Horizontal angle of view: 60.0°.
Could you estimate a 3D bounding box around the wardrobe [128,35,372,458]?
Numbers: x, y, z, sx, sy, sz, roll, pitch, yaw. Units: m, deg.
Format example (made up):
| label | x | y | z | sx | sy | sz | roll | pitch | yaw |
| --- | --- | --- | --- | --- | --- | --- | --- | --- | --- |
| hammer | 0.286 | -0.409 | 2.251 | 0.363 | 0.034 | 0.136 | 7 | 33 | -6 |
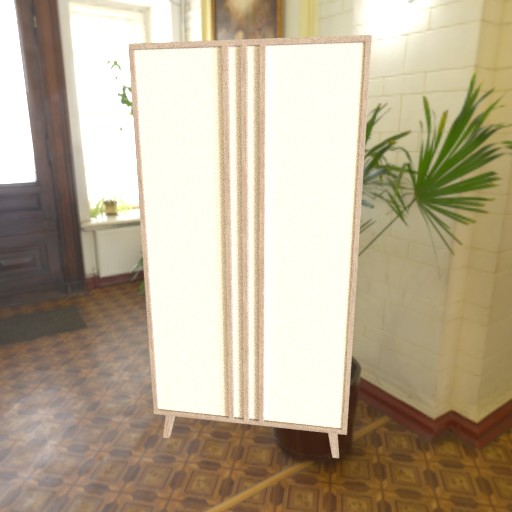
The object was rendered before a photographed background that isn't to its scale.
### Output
| label | x | y | z | sx | sy | sz | roll | pitch | yaw |
| --- | --- | --- | --- | --- | --- | --- | --- | --- | --- |
| wardrobe | 0.000 | 0.000 | 2.309 | 1.000 | 1.960 | 0.600 | 3 | 16 | 9 |
